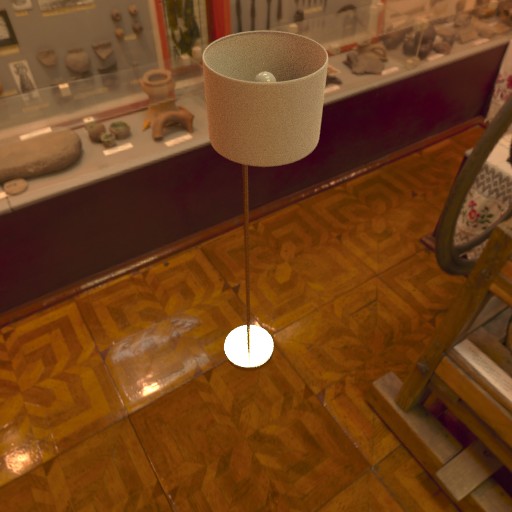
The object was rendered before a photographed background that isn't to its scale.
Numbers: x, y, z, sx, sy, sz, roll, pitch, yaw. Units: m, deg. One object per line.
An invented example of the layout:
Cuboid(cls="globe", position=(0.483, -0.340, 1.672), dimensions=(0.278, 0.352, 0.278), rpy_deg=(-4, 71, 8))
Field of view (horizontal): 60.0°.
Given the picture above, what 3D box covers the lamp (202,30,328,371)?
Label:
Cuboid(cls="lamp", position=(0.000, 0.000, 1.750), dimensions=(0.324, 1.600, 0.416), rpy_deg=(-24, 51, -21))
